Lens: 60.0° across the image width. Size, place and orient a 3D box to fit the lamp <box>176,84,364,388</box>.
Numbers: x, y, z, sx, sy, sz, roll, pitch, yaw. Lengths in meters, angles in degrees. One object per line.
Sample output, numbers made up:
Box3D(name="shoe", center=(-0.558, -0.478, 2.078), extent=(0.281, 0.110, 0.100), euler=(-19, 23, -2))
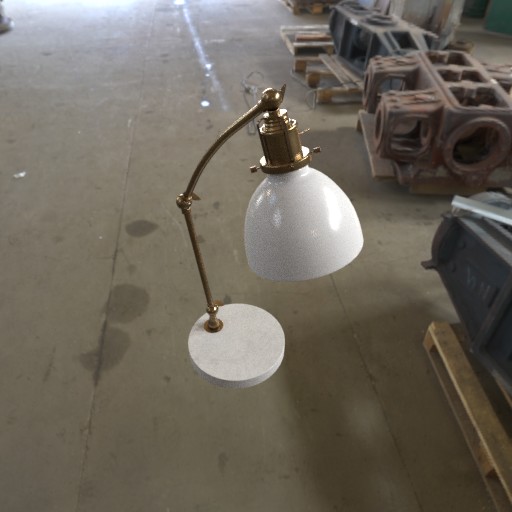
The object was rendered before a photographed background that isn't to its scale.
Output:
Box3D(name="lamp", center=(0.000, 0.000, 0.677), extent=(0.317, 0.522, 0.186), euler=(26, 47, 27))
